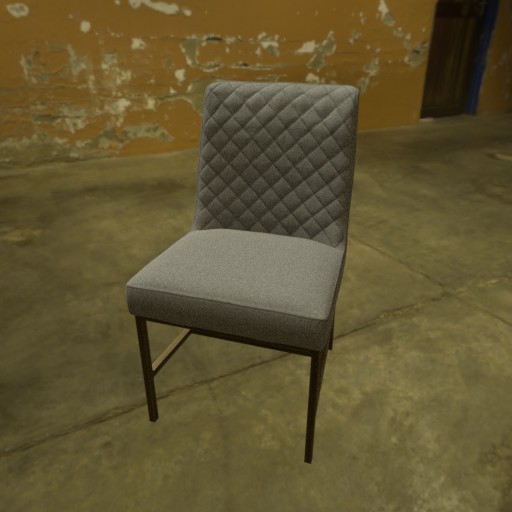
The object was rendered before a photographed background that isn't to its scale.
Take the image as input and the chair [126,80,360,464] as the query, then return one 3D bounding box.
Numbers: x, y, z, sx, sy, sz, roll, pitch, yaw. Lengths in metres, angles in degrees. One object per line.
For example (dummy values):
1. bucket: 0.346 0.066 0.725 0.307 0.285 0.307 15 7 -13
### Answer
1. chair: 0.000 0.000 1.265 0.508 0.889 0.587 8 27 16
